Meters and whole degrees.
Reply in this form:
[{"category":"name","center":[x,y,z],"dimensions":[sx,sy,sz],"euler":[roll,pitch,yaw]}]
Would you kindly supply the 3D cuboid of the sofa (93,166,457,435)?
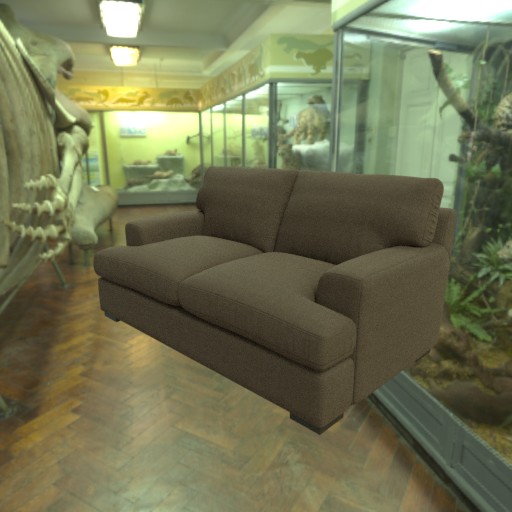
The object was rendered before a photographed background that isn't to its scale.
[{"category":"sofa","center":[0.000,0.000,2.560],"dimensions":[1.869,0.950,1.140],"euler":[14,20,43]}]
